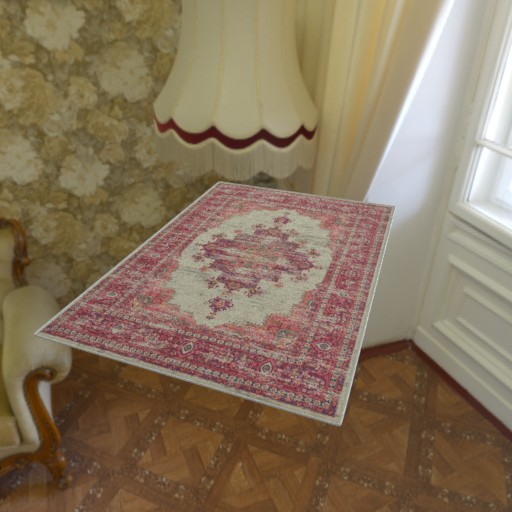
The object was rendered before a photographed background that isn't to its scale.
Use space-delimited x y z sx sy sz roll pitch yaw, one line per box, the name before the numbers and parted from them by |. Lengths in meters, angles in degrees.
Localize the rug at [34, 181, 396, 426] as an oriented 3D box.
rug | 0.000 0.000 3.714 2.005 0.014 2.878 11 32 18
